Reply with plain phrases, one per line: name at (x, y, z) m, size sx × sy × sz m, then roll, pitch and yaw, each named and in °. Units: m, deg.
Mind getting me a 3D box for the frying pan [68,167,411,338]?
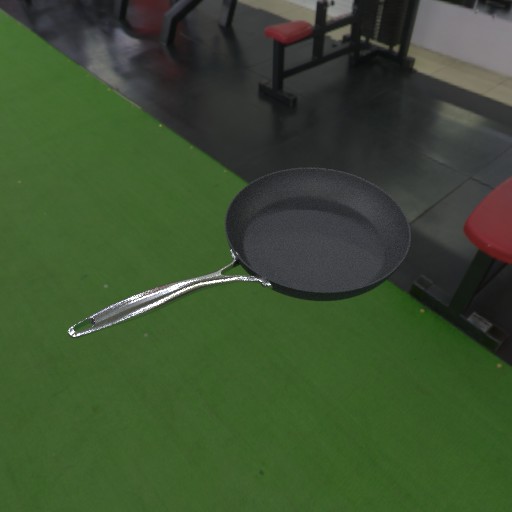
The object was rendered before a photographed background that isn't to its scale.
frying pan at (0.000, 0.000, 0.568) m, size 0.472 × 0.105 × 0.255 m, roll -30°, pitch 53°, yaw -26°
